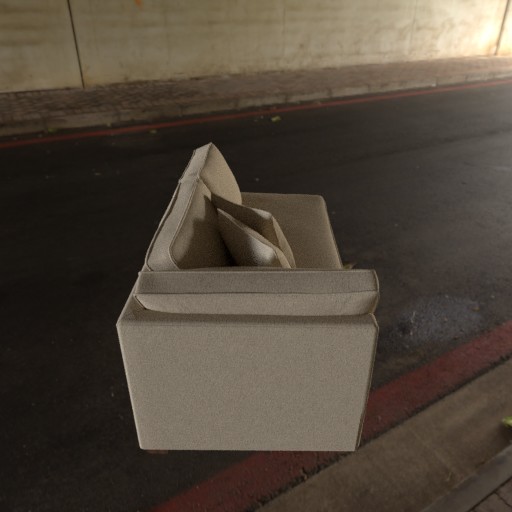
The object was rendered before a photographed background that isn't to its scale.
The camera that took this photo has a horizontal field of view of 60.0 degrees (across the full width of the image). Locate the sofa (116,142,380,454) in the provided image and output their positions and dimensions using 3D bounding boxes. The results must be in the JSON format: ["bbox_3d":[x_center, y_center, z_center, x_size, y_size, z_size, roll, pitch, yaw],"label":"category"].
[{"bbox_3d":[0.000,0.000,2.873,1.110,1.033,2.237,1,29,1],"label":"sofa"}]
